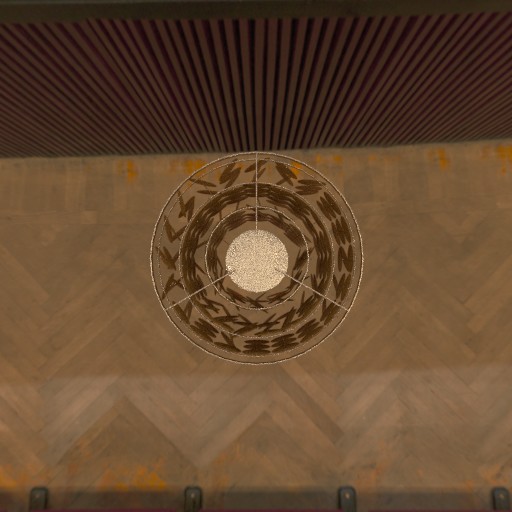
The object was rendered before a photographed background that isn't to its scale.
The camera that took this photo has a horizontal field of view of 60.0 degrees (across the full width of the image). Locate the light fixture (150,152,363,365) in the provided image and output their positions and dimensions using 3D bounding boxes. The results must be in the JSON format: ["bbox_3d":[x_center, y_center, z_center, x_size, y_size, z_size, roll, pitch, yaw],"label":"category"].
[{"bbox_3d":[0.000,0.000,0.755,0.368,0.492,0.368,0,89,1],"label":"light fixture"}]
